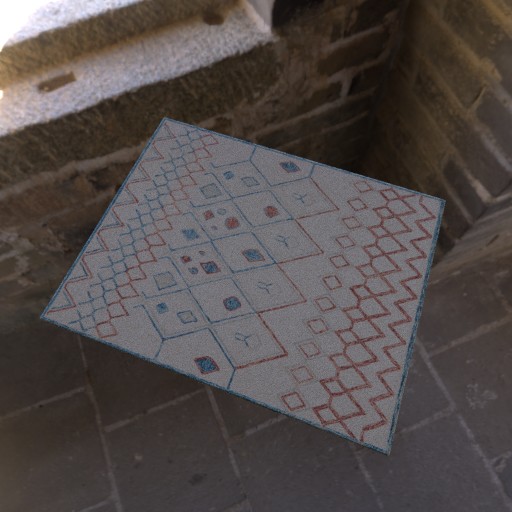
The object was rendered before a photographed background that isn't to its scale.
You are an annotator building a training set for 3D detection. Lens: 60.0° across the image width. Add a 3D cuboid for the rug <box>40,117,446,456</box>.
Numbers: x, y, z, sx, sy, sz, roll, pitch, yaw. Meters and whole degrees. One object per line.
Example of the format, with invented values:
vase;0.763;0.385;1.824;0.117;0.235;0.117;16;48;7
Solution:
rug;0.000;0.000;4.070;3.050;0.016;2.441;19;65;9
